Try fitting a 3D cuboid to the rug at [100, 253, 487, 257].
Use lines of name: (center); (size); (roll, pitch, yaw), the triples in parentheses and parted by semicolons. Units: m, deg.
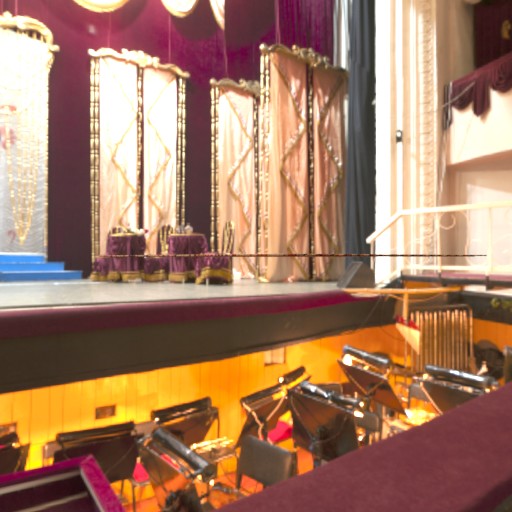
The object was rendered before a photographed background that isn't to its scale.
rug: (0.000, 0.000, 3.225); (1.523, 0.010, 2.584); (0, 0, -36)
